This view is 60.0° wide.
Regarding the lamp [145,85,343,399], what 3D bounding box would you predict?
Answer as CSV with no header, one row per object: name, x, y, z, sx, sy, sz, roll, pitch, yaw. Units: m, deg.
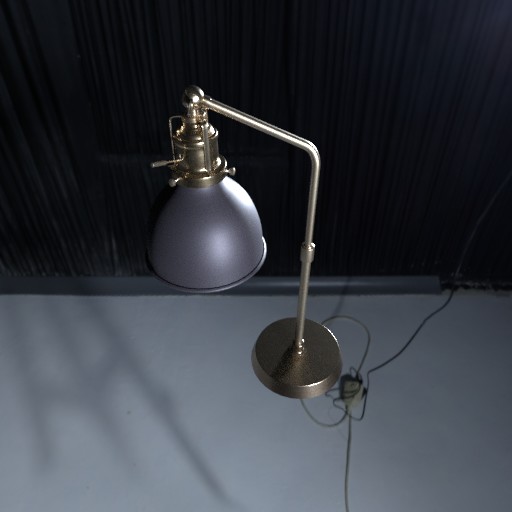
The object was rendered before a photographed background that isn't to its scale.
lamp,0.000,0.000,0.596,0.291,0.456,0.160,0,41,-1
